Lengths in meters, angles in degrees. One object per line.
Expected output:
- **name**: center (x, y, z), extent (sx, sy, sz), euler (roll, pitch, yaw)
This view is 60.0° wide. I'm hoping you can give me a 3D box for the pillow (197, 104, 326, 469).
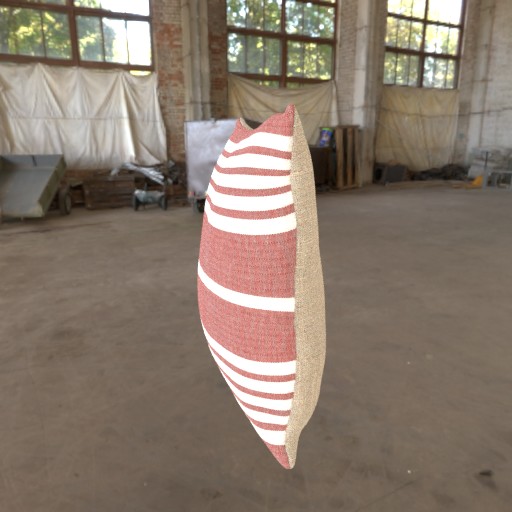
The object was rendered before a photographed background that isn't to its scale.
- **pillow**: center (0.000, 0.000, 0.684), extent (0.182, 0.427, 0.439), euler (-2, 15, -8)
